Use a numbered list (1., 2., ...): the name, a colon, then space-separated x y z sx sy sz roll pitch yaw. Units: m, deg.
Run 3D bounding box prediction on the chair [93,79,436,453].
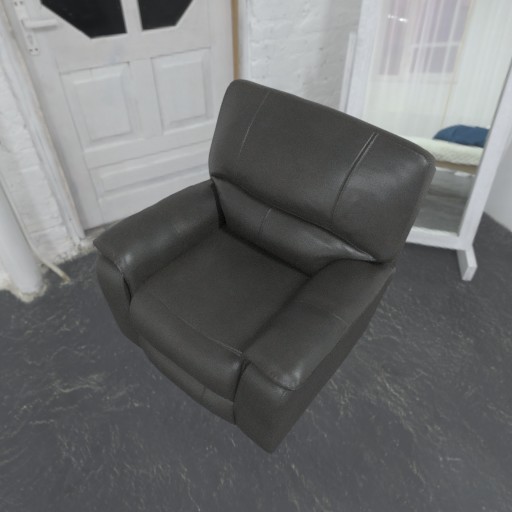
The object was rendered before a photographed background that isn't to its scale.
1. chair: 0.000 0.000 1.960 1.096 1.109 1.087 30 52 26
